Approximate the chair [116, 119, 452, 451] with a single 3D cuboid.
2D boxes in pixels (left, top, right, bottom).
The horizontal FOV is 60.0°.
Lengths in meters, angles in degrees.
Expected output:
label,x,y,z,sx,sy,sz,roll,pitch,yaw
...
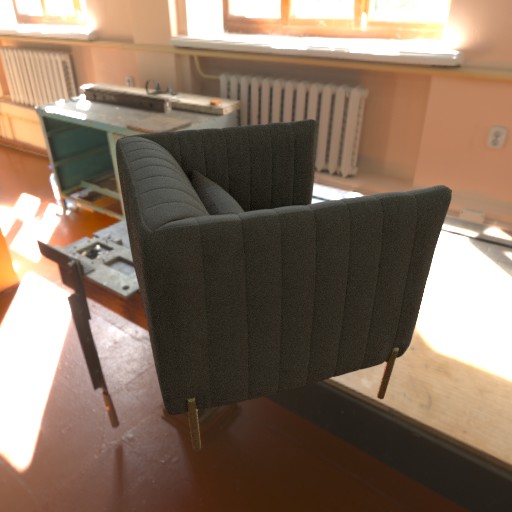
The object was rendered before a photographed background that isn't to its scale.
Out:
label,x,y,z,sx,sy,sz,roll,pitch,yaw
chair,0.000,0.000,1.666,0.873,0.779,0.981,-10,31,-17
